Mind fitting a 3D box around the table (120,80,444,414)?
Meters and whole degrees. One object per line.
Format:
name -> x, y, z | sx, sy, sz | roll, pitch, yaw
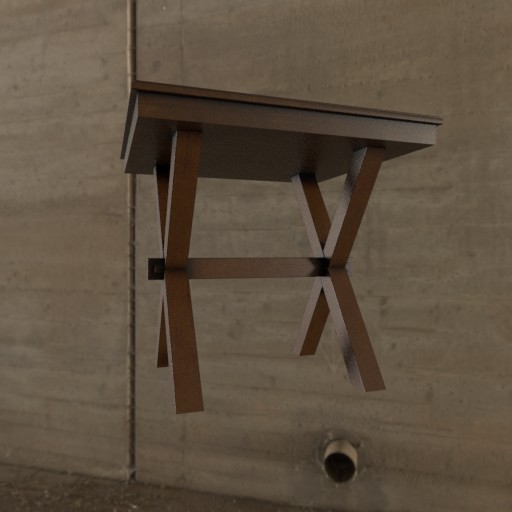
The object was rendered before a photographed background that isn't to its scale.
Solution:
table -> 0.000, 0.000, 1.057 | 0.602, 0.562, 0.560 | 0, 1, -19
